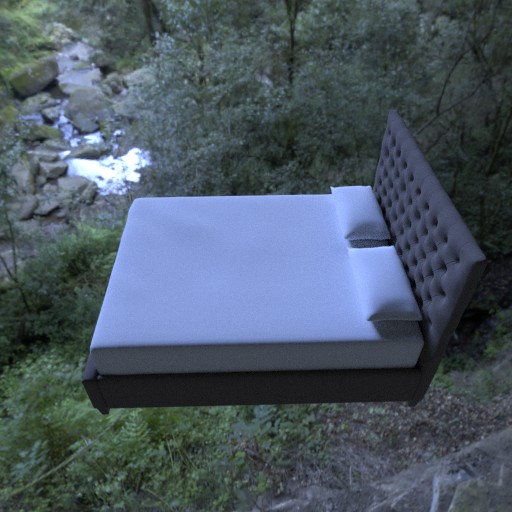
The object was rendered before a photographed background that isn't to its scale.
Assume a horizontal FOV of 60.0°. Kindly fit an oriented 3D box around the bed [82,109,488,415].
[{"bbox_3d":[0.000,0.000,3.193,2.233,1.426,1.696,-1,43,-1],"label":"bed"}]
